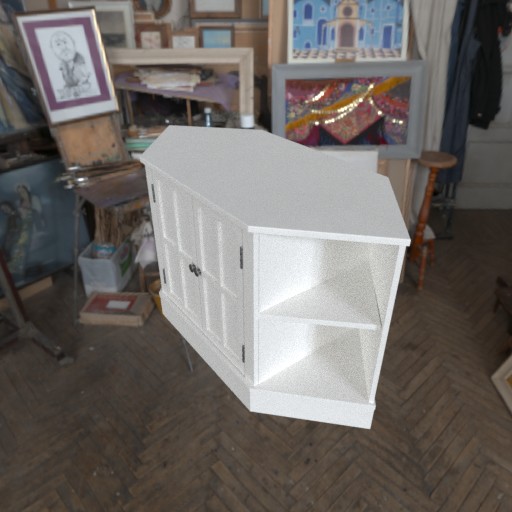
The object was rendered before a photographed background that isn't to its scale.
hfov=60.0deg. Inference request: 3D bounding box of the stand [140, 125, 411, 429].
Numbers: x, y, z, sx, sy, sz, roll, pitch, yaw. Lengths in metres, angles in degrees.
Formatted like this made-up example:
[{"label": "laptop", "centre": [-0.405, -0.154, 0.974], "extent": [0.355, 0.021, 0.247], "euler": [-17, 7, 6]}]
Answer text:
[{"label": "stand", "centre": [0.000, 0.000, 1.444], "extent": [0.477, 0.614, 1.072], "euler": [-22, 38, -31]}]
